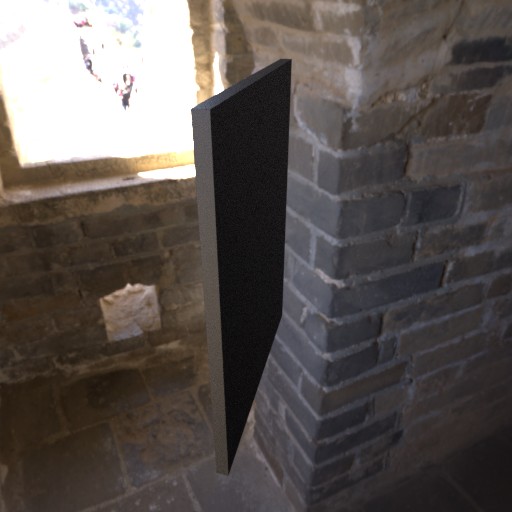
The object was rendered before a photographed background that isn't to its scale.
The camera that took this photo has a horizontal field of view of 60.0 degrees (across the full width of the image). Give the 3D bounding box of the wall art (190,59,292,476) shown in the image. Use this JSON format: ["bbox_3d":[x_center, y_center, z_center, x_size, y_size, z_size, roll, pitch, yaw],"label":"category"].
[{"bbox_3d":[0.000,0.000,1.401,0.038,1.062,0.806,7,31,12],"label":"wall art"}]
